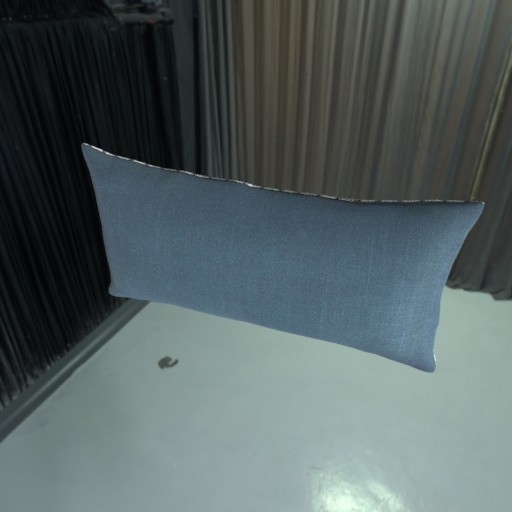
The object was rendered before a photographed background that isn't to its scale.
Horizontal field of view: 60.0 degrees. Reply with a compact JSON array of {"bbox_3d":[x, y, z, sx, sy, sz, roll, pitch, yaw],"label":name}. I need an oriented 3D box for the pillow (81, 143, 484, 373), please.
[{"bbox_3d":[0.000,0.000,0.716,0.609,0.305,0.151,11,33,17],"label":"pillow"}]
